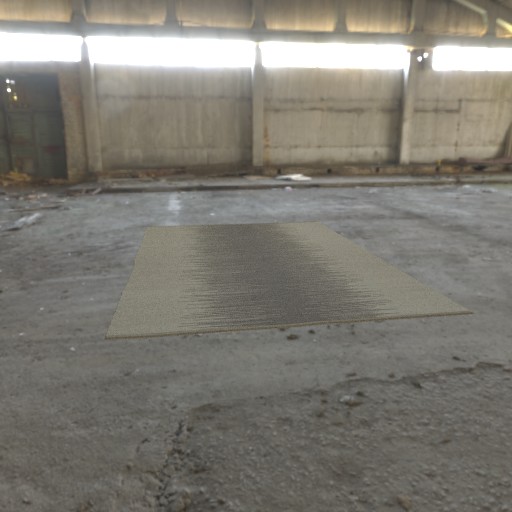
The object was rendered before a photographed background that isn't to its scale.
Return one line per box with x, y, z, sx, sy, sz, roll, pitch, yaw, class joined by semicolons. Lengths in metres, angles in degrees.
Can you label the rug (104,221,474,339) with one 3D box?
0.000;0.000;2.287;1.226;0.007;1.815;-2;15;-9;rug
